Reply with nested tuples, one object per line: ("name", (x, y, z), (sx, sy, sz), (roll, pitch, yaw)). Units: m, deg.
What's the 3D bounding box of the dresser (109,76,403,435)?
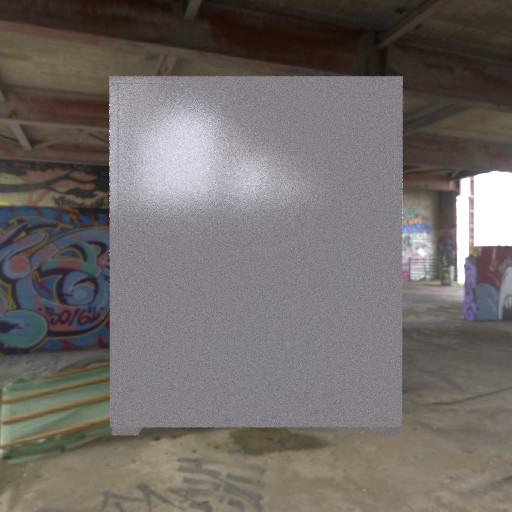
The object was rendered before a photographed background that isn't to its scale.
("dresser", (0.000, 0.000, 1.184), (0.650, 0.800, 0.400), (0, 0, 0))
